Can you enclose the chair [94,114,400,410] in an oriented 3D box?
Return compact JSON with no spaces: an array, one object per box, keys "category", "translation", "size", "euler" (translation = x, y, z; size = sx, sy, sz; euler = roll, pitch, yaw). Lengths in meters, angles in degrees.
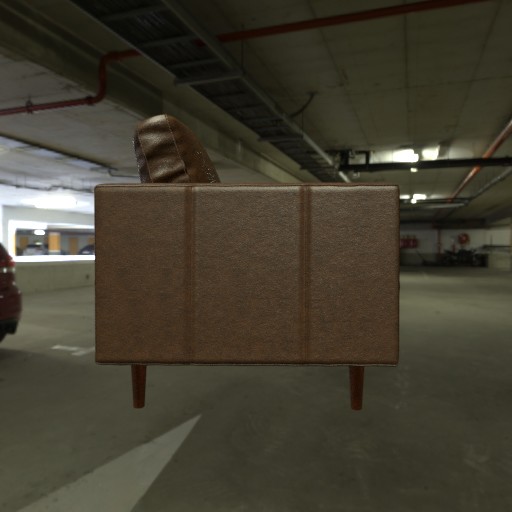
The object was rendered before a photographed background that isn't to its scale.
[{"category":"chair","translation":[0.000,0.000,1.699],"size":[0.909,0.956,0.890],"euler":[0,1,1]}]
